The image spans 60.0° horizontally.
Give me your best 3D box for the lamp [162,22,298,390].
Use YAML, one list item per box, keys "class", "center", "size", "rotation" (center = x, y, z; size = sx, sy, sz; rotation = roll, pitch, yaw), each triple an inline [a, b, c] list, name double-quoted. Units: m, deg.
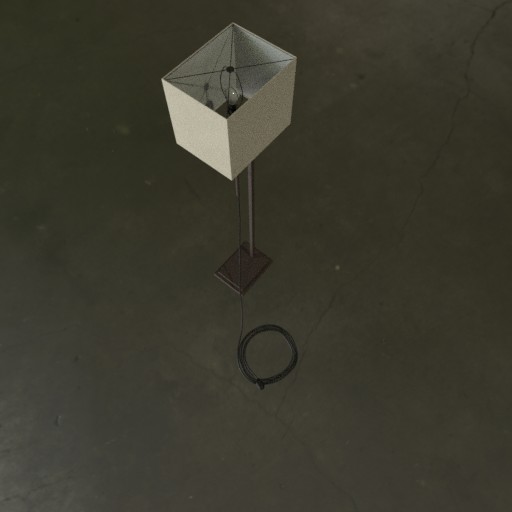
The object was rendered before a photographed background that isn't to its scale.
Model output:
- class: "lamp"
  center: [0.000, 0.000, 2.034]
  size: [0.774, 1.600, 0.698]
  rotation: [36, 69, 16]
